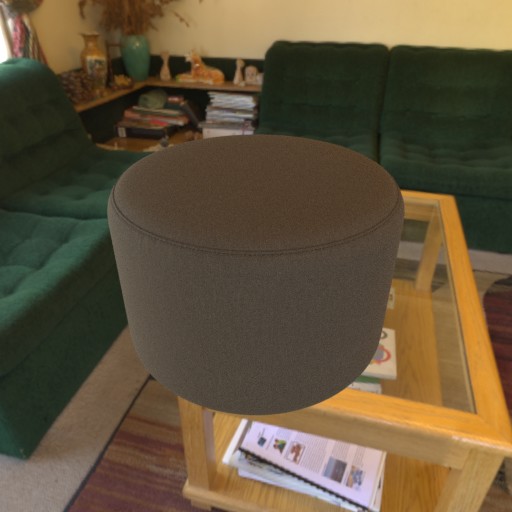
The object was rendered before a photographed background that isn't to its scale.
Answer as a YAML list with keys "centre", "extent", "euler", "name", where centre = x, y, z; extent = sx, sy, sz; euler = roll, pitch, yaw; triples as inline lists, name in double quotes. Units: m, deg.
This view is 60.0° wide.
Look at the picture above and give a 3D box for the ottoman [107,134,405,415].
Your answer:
- centre: [0.000, 0.000, 1.020]
  extent: [0.608, 0.433, 0.608]
  euler: [0, 32, 0]
  name: "ottoman"
